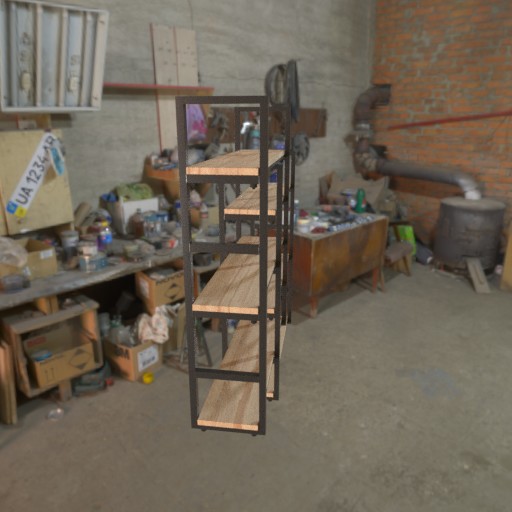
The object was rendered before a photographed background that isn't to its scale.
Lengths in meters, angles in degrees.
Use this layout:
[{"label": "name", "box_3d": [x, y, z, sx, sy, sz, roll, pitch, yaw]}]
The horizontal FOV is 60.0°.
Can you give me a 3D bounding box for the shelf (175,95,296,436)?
[{"label": "shelf", "box_3d": [0.000, 0.000, 1.429, 0.183, 0.921, 0.946, 2, 17, 8]}]
